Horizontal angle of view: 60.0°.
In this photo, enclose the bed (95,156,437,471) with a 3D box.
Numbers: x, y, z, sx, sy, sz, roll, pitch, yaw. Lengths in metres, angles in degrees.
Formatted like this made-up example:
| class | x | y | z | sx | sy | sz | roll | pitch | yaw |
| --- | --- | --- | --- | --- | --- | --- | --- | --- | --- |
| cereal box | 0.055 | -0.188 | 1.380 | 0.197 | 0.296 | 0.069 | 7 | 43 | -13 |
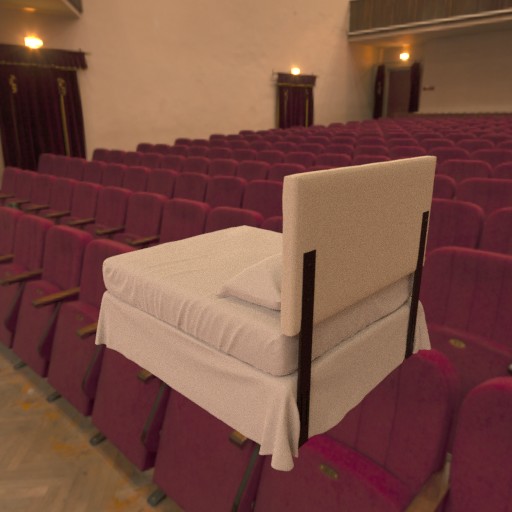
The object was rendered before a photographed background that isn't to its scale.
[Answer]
| class | x | y | z | sx | sy | sz | roll | pitch | yaw |
| --- | --- | --- | --- | --- | --- | --- | --- | --- | --- |
| bed | 0.000 | 0.000 | 3.516 | 2.222 | 1.577 | 1.936 | 16 | 23 | 41 |
